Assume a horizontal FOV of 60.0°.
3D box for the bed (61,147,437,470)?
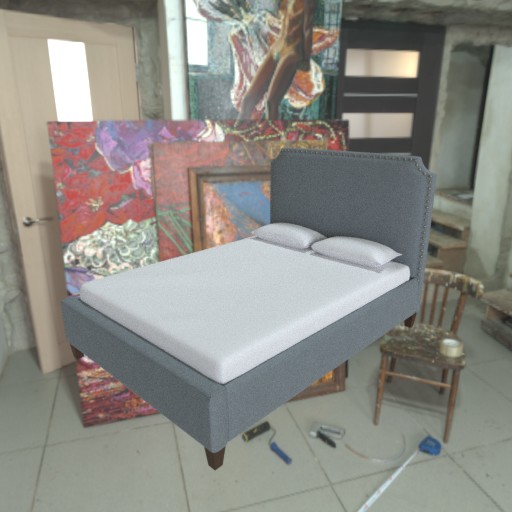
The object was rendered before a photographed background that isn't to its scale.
[{"bbox_3d":[0.000,0.000,3.399,1.712,1.443,2.372,16,24,41],"label":"bed"}]
